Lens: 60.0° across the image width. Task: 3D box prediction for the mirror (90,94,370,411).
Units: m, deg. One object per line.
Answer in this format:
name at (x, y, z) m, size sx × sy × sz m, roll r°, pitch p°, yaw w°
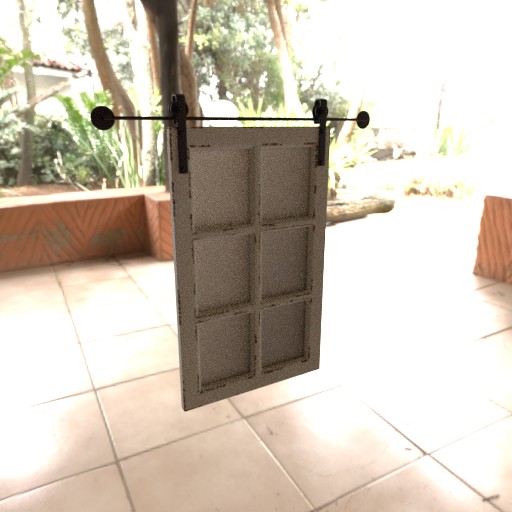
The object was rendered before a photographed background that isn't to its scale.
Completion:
mirror at (0.000, 0.000, 1.245) m, size 0.808 × 0.844 × 0.037 m, roll -9°, pitch 19°, yaw -28°
